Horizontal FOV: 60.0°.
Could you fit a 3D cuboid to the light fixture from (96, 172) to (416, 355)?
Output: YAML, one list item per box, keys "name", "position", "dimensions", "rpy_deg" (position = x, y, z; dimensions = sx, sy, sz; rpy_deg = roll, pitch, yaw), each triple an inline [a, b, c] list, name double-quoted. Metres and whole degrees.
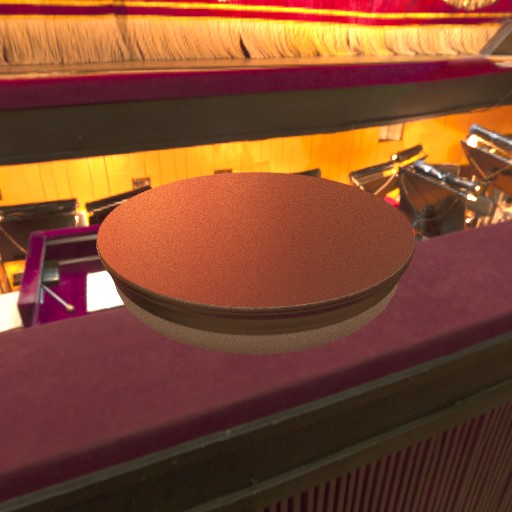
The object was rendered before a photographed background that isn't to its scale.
- name: "light fixture"
  position: [0.000, 0.000, 0.558]
  dimensions: [0.368, 0.100, 0.368]
  rpy_deg: [0, 29, 0]
